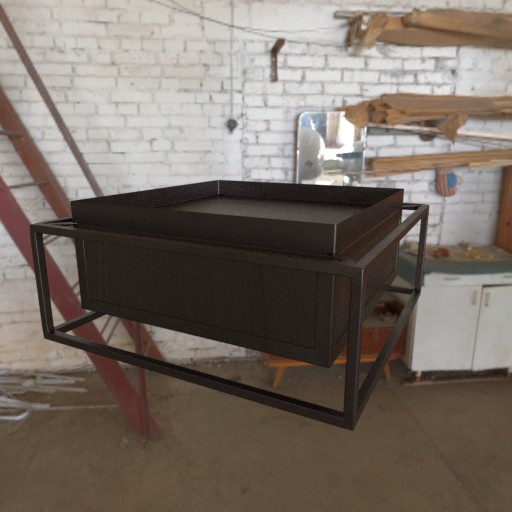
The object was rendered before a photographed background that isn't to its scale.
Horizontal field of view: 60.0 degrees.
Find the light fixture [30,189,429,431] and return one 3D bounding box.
[{"bbox_3d":[0.000,0.000,0.687,0.441,0.191,0.441,8,16,27],"label":"light fixture"}]
